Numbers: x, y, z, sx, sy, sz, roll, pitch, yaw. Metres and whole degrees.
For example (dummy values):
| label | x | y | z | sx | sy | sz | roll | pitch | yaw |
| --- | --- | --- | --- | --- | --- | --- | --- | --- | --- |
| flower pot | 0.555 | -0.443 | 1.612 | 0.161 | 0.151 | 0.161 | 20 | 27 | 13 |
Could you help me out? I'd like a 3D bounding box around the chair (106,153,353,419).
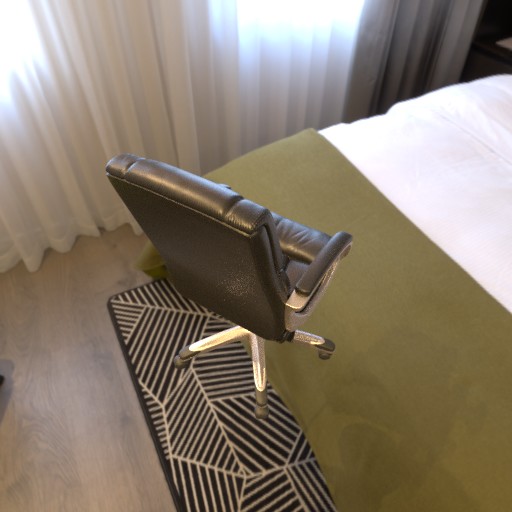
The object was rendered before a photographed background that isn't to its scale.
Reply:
| label | x | y | z | sx | sy | sz | roll | pitch | yaw |
| --- | --- | --- | --- | --- | --- | --- | --- | --- | --- |
| chair | 0.000 | 0.000 | 1.689 | 0.700 | 1.145 | 0.780 | 24 | 51 | 22 |
